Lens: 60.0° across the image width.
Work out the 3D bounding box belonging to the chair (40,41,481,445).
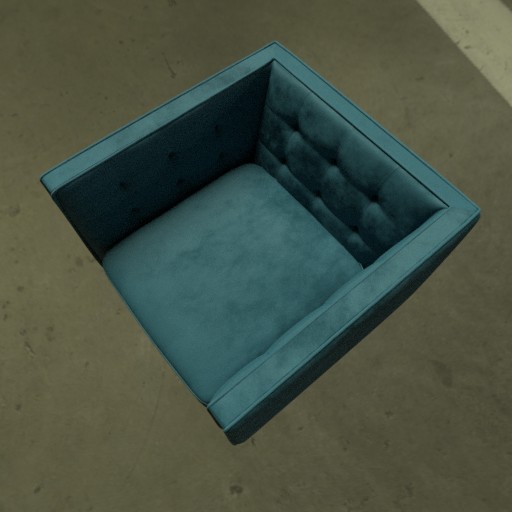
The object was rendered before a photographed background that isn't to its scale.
[{"bbox_3d":[0.000,0.000,1.535,0.894,0.790,0.880,-36,70,-16],"label":"chair"}]
